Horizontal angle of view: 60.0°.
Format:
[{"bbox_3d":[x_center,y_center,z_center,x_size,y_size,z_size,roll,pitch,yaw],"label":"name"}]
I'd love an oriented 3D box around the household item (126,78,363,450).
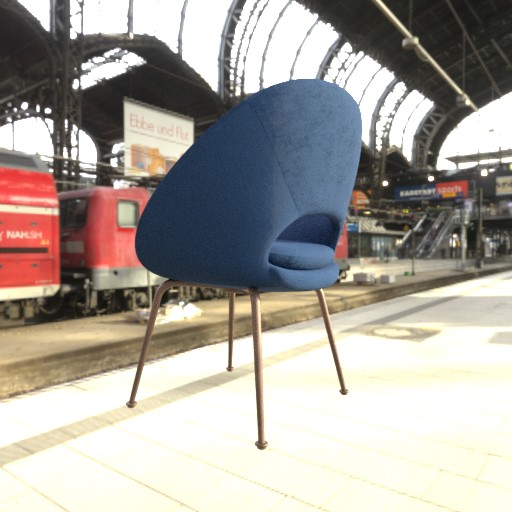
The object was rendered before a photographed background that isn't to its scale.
[{"bbox_3d":[0.000,0.000,1.277,0.573,0.852,0.623,1,1,35],"label":"household item"}]
